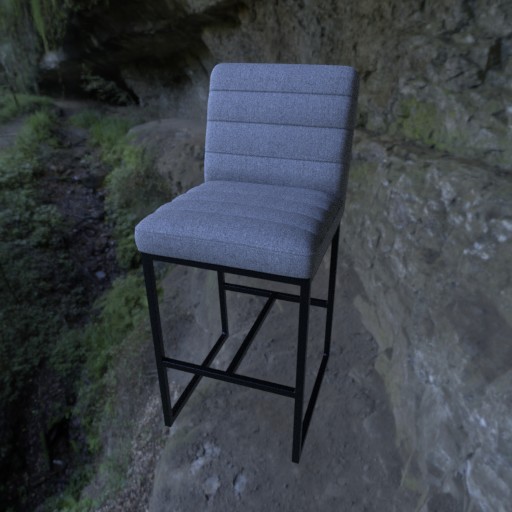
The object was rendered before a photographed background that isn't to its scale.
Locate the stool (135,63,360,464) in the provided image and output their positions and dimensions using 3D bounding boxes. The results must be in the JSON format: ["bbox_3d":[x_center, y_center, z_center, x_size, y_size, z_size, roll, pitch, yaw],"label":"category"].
[{"bbox_3d":[0.000,0.000,1.332,0.459,1.034,0.571,9,28,17],"label":"stool"}]
